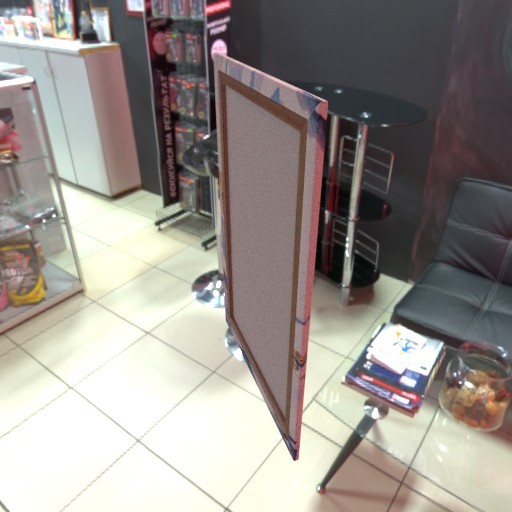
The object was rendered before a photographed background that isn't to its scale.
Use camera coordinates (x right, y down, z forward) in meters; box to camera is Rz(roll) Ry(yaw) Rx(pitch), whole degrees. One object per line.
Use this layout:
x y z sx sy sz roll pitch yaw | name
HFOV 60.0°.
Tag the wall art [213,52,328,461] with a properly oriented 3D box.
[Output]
0.000 0.000 1.167 0.016 0.914 0.610 -11 33 -17 | wall art
